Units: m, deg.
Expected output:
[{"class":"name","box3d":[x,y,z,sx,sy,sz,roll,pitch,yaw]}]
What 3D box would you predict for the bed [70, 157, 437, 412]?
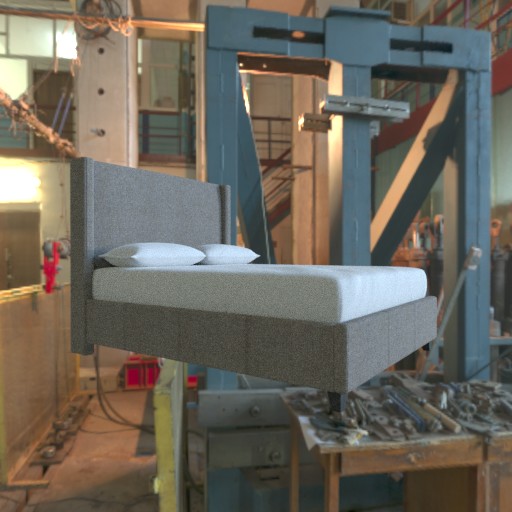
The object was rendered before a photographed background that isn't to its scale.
[{"class":"bed","box3d":[0.000,0.000,3.399,2.245,1.481,1.714,0,0,35]}]
